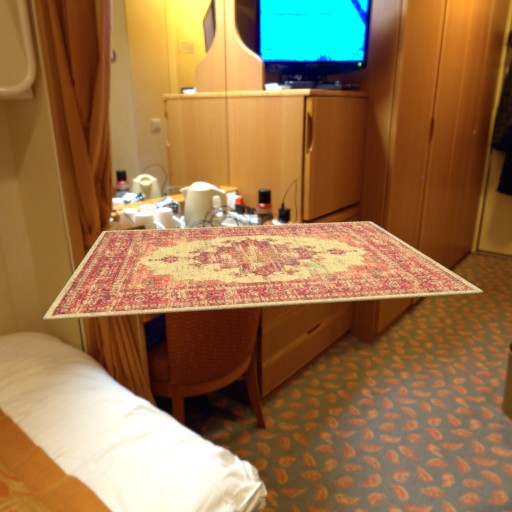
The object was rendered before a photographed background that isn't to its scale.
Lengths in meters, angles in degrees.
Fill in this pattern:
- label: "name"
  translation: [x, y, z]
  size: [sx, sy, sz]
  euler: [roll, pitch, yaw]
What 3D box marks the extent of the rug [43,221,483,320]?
- label: "rug"
  translation: [0.000, 0.000, 3.788]
  size: [2.878, 0.014, 2.005]
  euler: [-3, 19, -8]
